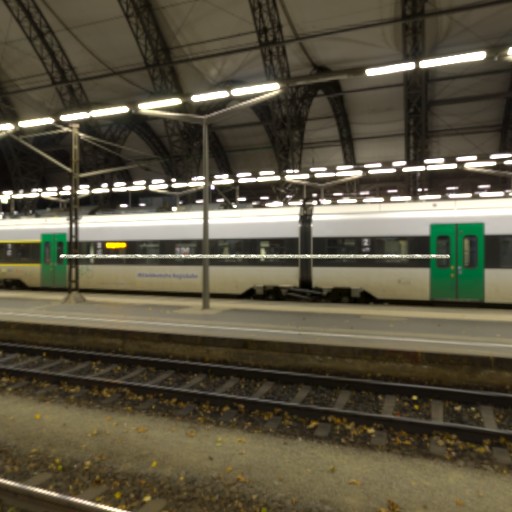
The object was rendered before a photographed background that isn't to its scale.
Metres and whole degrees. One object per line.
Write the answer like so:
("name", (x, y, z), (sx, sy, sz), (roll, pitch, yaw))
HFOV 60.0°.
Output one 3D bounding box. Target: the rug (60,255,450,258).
("rug", (0.000, 0.000, 2.821), (1.543, 0.015, 2.144), (0, 0, 0))
